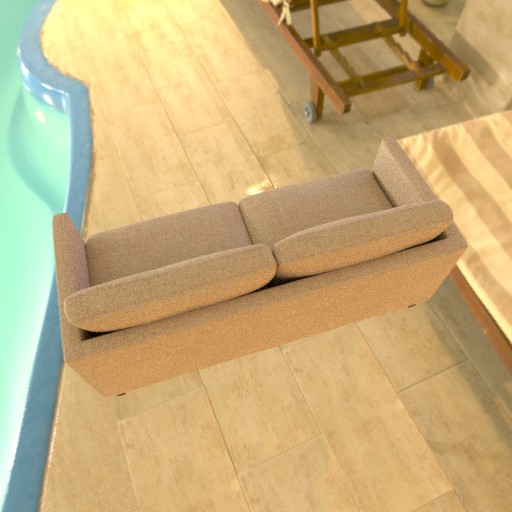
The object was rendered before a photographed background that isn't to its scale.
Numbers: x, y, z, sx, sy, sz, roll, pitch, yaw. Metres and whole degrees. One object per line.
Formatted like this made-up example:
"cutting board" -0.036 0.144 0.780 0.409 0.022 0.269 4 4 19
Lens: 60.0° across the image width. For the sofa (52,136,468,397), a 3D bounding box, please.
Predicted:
"sofa" 0.000 0.000 2.724 2.208 0.965 0.951 -15 59 -9
